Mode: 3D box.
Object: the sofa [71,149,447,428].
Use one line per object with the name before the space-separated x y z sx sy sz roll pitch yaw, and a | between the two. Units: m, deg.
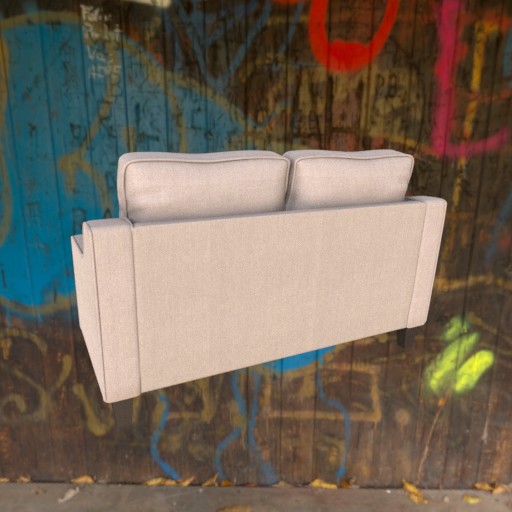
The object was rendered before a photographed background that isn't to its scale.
sofa | 0.000 0.000 2.026 1.500 0.948 0.791 -7 16 -26
